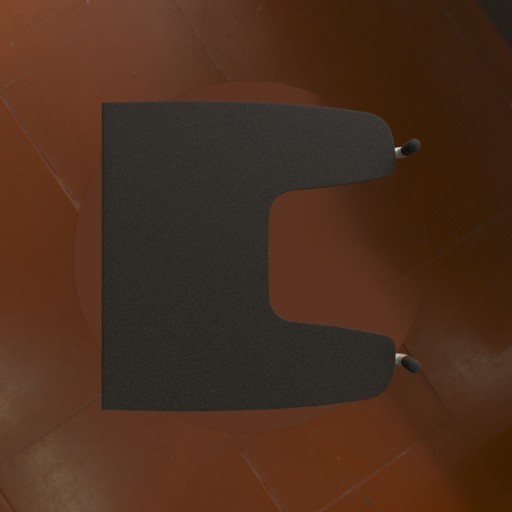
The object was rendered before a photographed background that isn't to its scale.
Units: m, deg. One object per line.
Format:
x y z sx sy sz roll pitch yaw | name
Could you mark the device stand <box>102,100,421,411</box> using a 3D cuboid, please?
0.000 0.000 0.354 0.230 0.092 0.230 0 90 -1 | device stand
